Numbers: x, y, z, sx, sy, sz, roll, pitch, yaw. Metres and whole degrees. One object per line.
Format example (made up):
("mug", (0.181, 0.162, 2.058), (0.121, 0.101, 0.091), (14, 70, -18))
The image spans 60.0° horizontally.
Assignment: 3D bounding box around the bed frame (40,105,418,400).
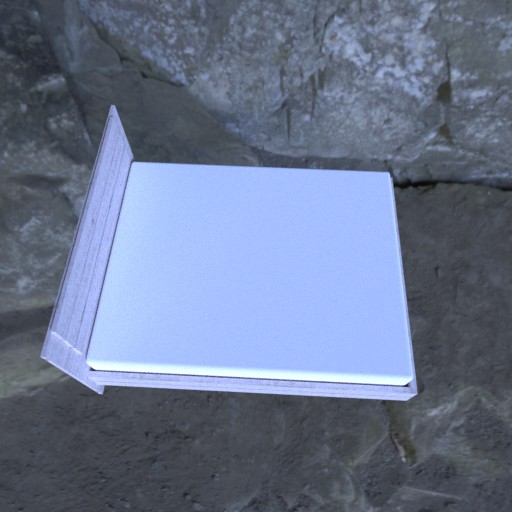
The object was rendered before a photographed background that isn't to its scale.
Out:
("bed frame", (0.000, 0.000, 3.022), (2.080, 0.970, 1.750), (3, 62, 1))
